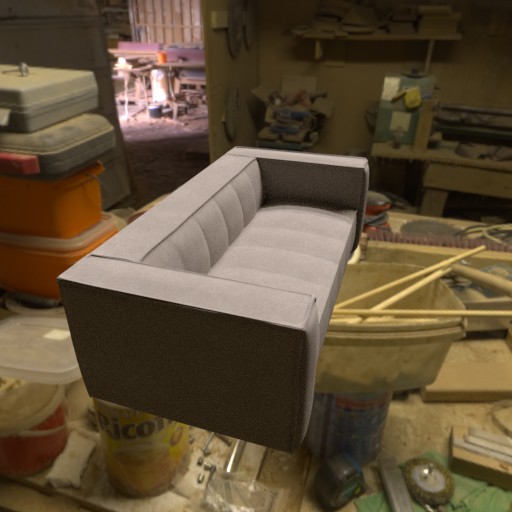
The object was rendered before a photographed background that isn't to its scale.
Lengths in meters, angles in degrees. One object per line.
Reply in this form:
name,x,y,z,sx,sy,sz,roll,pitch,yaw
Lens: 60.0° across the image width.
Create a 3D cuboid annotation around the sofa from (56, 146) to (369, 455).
sofa,0.000,0.000,2.524,1.038,0.680,1.995,9,31,16
